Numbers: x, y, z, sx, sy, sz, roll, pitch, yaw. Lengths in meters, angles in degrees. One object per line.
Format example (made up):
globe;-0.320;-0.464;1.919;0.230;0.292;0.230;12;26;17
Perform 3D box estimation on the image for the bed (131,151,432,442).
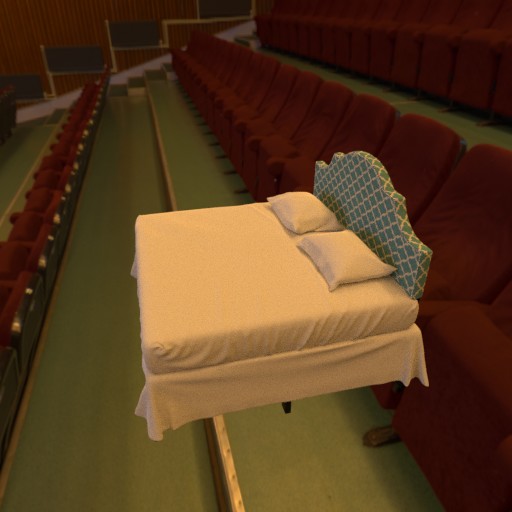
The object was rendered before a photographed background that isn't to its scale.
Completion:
bed;0.000;0.000;3.777;2.222;1.601;2.314;-7;31;-12
